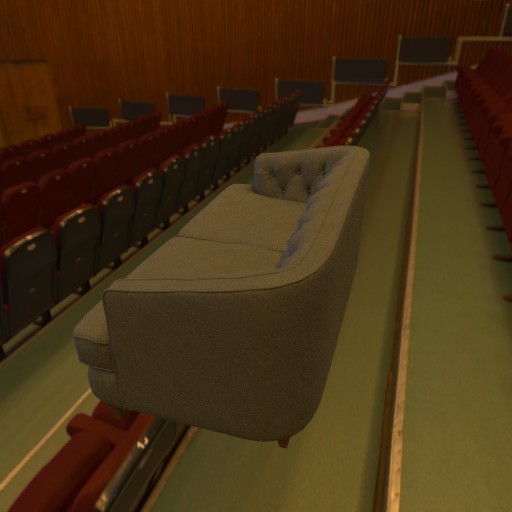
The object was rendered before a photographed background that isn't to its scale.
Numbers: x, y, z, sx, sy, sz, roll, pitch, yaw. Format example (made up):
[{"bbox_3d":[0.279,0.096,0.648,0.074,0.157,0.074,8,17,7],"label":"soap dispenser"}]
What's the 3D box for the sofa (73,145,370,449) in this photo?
[{"bbox_3d":[0.000,0.000,2.246,0.941,0.855,1.733,9,30,16],"label":"sofa"}]
